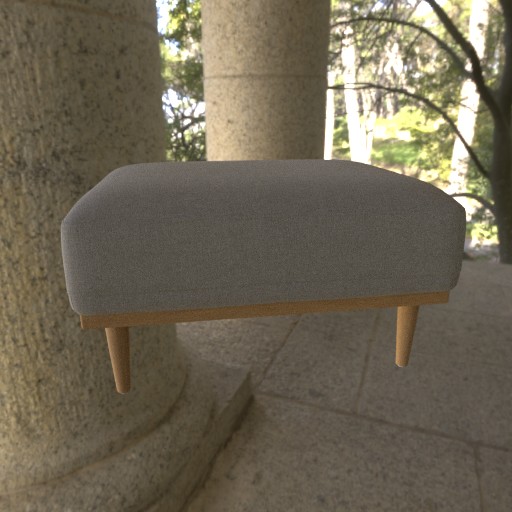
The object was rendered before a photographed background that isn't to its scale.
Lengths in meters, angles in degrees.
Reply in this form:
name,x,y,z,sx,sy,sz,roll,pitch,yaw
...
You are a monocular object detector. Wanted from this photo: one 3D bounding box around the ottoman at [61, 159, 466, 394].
name,x,y,z,sx,sy,sz,roll,pitch,yaw
ottoman,0.000,0.000,1.064,0.749,0.428,0.549,-3,18,-9
